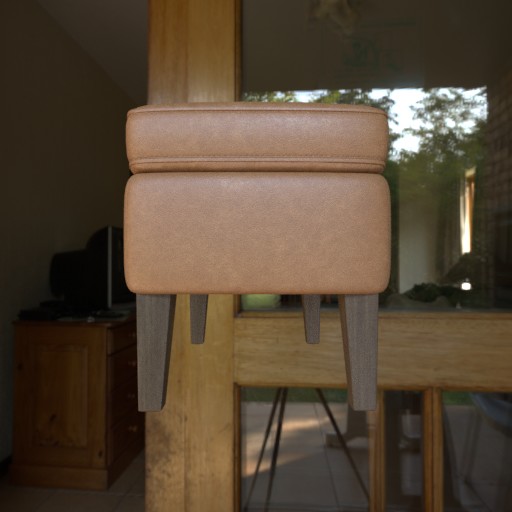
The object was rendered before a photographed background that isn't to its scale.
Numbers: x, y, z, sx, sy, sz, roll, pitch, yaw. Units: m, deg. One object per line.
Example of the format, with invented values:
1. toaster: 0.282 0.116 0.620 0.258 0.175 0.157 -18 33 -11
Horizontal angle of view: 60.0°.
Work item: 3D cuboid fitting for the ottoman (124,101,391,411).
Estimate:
1. ottoman: 0.000 0.000 0.959 0.420 0.480 0.670 0 -1 -1
